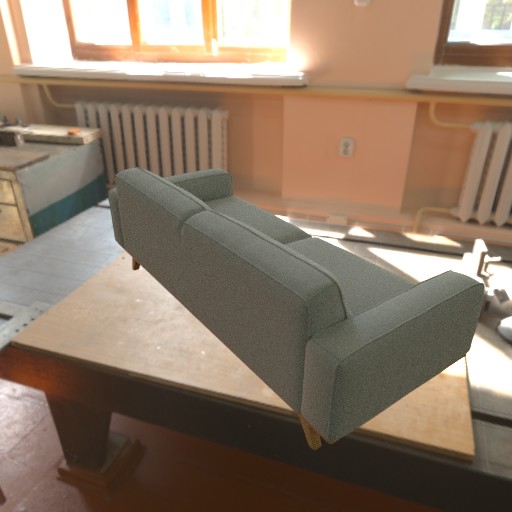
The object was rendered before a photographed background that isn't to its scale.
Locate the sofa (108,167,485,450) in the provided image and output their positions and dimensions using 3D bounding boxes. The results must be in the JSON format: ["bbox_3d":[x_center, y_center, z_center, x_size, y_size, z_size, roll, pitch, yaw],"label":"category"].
[{"bbox_3d":[0.000,0.000,2.613,0.956,0.781,2.270,-19,33,-32],"label":"sofa"}]
